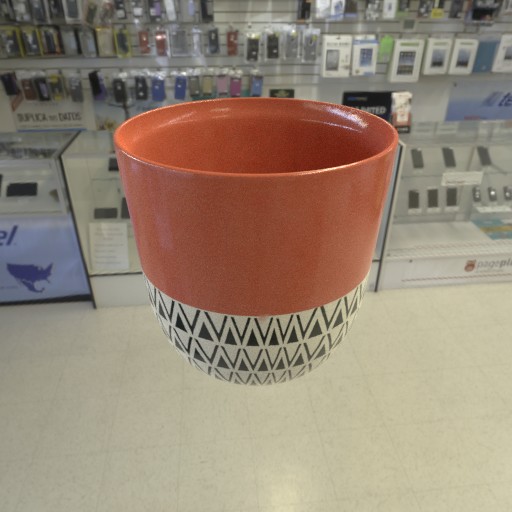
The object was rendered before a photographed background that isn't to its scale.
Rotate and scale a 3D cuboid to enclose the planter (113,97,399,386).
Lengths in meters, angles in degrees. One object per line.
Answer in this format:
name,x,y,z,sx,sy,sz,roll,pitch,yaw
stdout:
planter,0.000,0.000,0.368,0.195,0.214,0.195,0,31,0
